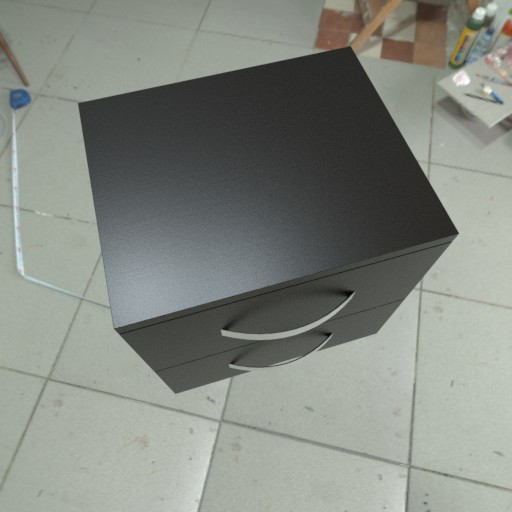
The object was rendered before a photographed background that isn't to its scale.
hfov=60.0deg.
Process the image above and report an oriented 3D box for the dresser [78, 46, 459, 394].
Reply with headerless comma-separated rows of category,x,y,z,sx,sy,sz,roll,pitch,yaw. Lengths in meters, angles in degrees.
dresser,0.000,0.000,0.763,0.400,0.470,0.360,-15,64,-7
